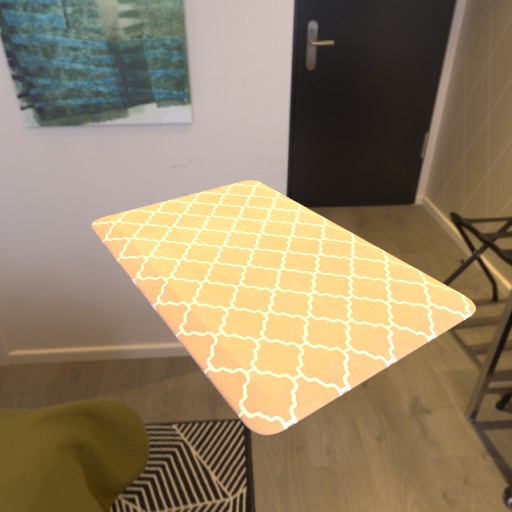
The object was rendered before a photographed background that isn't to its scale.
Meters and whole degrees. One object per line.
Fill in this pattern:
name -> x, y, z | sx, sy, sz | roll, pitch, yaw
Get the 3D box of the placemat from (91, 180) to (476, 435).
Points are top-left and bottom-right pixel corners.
placemat -> 0.000, 0.000, 0.966 | 0.508, 0.021, 0.762 | -20, 37, -29
